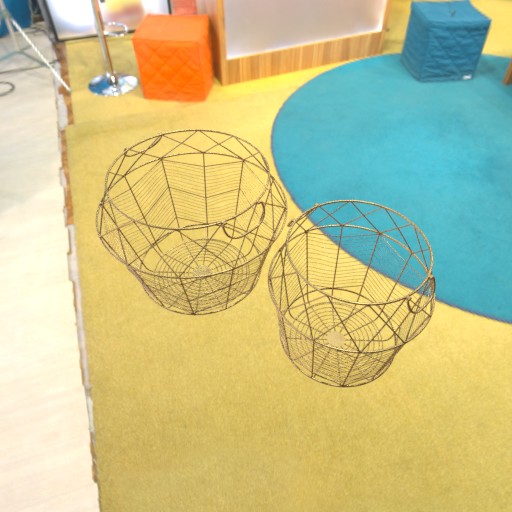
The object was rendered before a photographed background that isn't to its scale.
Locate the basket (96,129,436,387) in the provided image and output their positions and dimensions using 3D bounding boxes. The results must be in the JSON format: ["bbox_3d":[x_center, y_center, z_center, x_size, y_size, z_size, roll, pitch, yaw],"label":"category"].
[{"bbox_3d":[0.000,0.000,1.048,0.805,0.343,0.451,24,52,21],"label":"basket"}]
